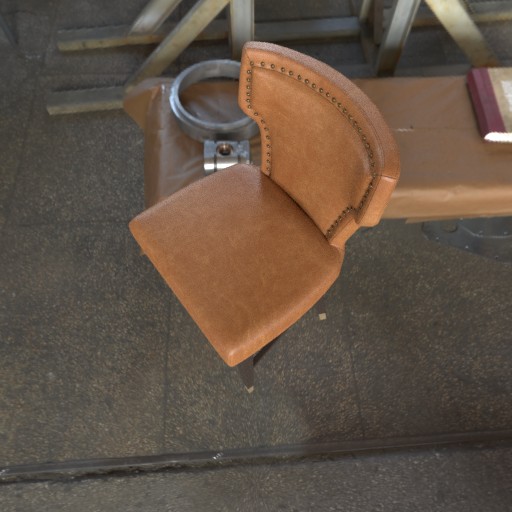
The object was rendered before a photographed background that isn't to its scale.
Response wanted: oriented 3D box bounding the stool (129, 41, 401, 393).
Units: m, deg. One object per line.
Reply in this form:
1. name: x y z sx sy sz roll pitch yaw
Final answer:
1. stool: 0.000 0.000 1.401 0.563 1.092 0.526 -34 68 -16
